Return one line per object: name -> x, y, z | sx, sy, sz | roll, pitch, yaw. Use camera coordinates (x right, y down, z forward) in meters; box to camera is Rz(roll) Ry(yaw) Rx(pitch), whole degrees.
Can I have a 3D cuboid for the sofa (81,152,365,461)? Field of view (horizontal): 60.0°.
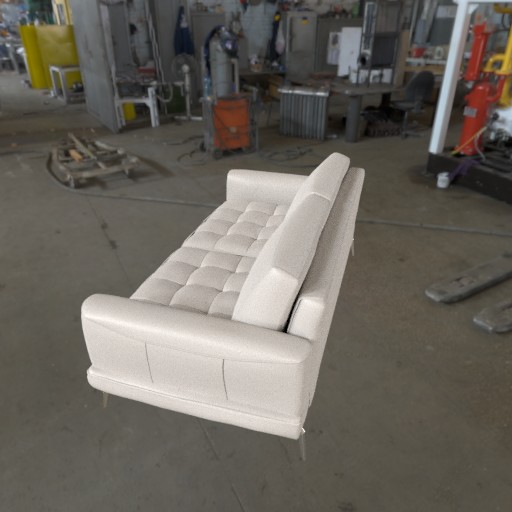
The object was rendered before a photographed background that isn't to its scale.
sofa -> 0.000, 0.000, 2.793 | 1.121, 0.930, 2.177 | 9, 30, 15
